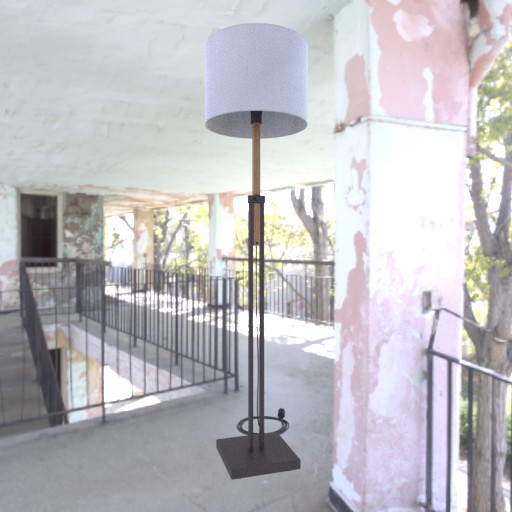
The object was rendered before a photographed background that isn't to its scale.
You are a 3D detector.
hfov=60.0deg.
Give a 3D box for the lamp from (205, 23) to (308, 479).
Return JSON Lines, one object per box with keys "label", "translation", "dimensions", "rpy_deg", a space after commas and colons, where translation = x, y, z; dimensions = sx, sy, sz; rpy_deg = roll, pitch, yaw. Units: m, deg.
{"label": "lamp", "translation": [0.000, 0.000, 1.897], "dimensions": [0.474, 1.650, 0.639], "rpy_deg": [0, 1, -17]}
